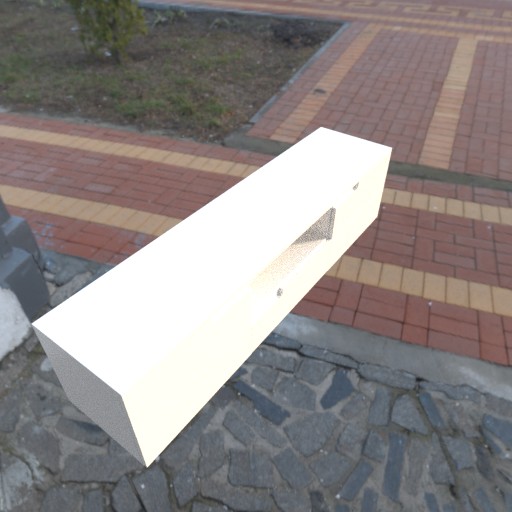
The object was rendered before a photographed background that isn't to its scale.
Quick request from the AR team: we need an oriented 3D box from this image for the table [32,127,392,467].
[{"bbox_3d":[0.000,0.000,1.829,0.390,0.420,1.650,26,47,27],"label":"table"}]
